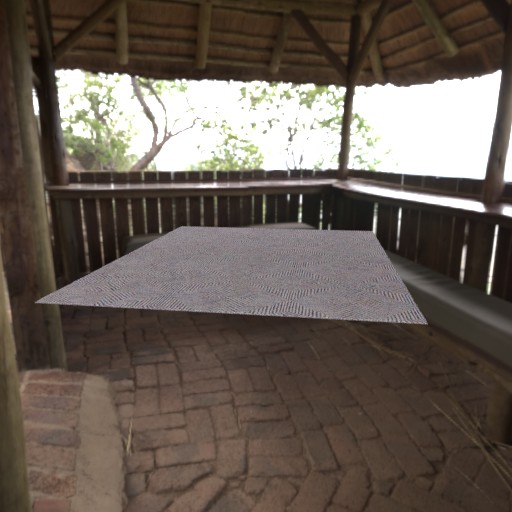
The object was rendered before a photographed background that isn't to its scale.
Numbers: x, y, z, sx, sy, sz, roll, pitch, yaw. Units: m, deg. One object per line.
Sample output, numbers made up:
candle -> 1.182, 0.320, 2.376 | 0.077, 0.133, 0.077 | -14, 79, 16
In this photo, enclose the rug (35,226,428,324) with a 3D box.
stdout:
rug -> 0.000, 0.000, 4.162 | 2.442, 0.008, 3.046 | 2, 13, 8
